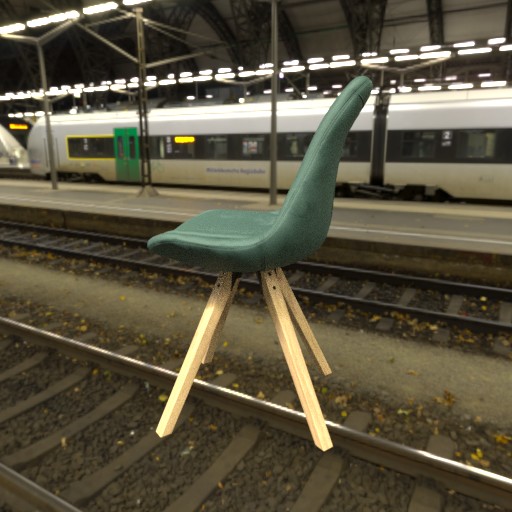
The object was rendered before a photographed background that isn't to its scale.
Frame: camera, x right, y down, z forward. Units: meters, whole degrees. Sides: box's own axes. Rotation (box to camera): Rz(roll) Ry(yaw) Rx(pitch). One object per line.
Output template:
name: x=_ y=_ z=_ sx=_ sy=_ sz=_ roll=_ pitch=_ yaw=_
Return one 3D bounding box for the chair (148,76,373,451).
chair: x=0.000 y=0.000 z=1.200 sx=0.547 sy=0.865 sz=0.483 roll=2 pitch=14 yaw=9
